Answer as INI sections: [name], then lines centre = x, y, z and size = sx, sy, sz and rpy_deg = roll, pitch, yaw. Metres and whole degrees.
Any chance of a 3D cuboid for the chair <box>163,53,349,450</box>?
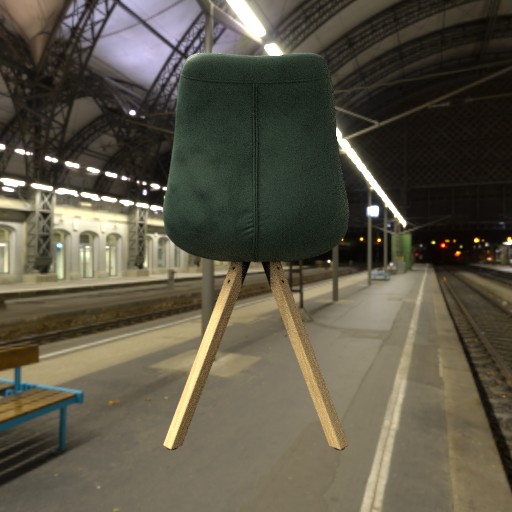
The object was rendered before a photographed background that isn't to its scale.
[chair]
centre = 0.000, 0.000, 1.199
size = 0.483, 0.865, 0.547
rpy_deg = 0, 0, 0
